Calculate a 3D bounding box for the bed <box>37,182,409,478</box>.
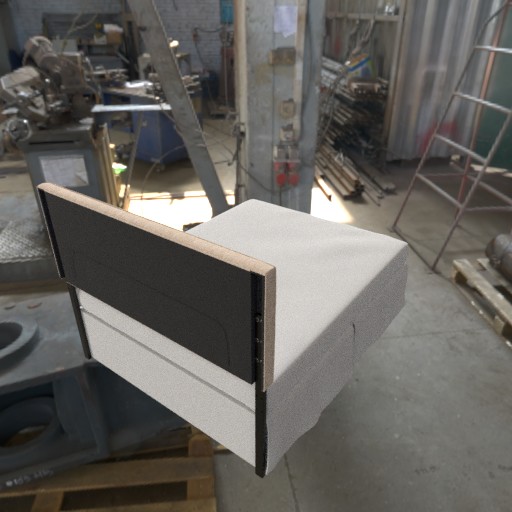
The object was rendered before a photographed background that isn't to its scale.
[{"bbox_3d":[0.000,0.000,3.059,1.643,1.270,1.978,20,35,31],"label":"bed"}]
